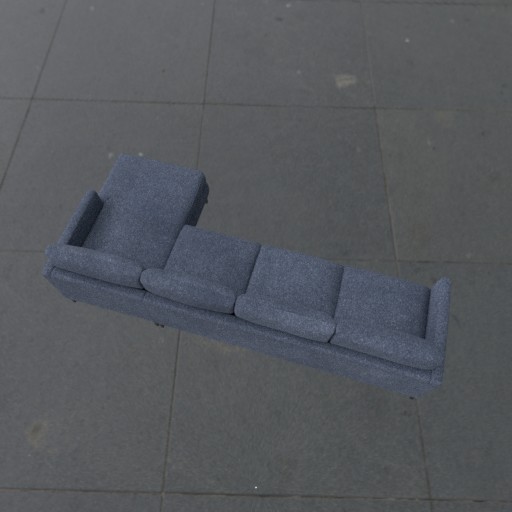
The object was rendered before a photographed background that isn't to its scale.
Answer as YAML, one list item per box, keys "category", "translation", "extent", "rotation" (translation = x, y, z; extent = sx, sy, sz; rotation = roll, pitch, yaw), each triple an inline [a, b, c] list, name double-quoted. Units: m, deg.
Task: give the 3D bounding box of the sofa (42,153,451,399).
- category: "sofa"
  translation: [0.000, 0.000, 3.496]
  extent: [2.932, 0.810, 1.350]
  rotation: [14, 63, 7]
